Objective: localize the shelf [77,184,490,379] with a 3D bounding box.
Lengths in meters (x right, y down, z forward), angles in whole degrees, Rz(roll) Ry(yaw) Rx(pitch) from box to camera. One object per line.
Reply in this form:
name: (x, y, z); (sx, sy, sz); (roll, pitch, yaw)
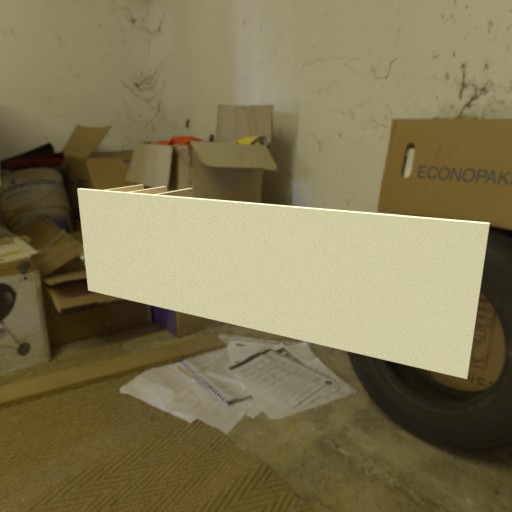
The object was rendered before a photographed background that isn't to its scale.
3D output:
shelf: (0.000, 0.000, 1.118); (1.020, 0.300, 0.200); (8, 18, 27)
